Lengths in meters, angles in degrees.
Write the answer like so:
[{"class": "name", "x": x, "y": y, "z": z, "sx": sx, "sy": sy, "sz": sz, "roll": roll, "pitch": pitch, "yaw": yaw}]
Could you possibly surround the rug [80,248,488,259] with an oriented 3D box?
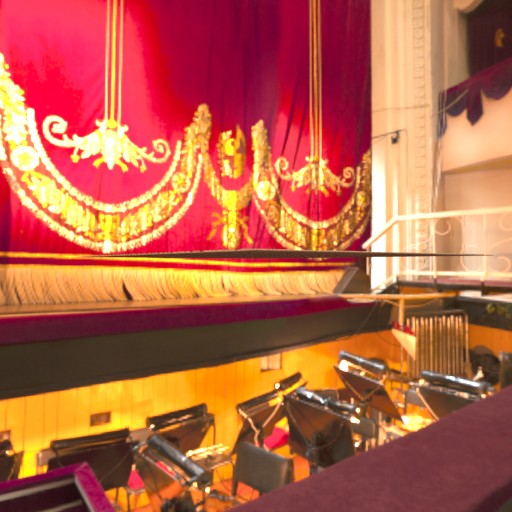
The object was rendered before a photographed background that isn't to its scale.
[{"class": "rug", "x": 0.000, "y": 0.000, "z": 2.005, "sx": 1.146, "sy": 0.006, "sz": 1.556, "roll": 1, "pitch": -1, "yaw": -36}]
